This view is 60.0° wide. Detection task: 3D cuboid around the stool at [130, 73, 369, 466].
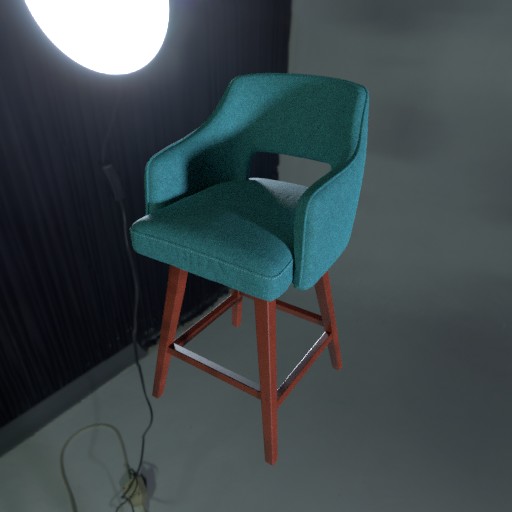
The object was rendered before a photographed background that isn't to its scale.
[{"bbox_3d":[0.000,0.000,1.326,0.548,0.961,0.556,18,34,29],"label":"stool"}]
